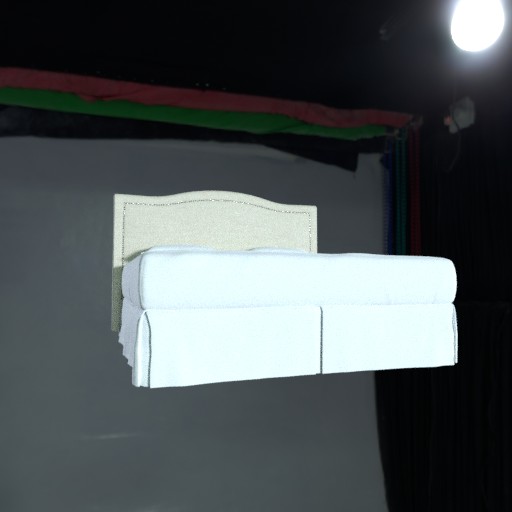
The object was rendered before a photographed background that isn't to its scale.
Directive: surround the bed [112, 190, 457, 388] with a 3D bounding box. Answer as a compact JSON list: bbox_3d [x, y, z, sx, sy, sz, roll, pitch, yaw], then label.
[{"bbox_3d":[0.000,0.000,3.446,2.083,1.421,2.182,1,-3,-19],"label":"bed"}]
